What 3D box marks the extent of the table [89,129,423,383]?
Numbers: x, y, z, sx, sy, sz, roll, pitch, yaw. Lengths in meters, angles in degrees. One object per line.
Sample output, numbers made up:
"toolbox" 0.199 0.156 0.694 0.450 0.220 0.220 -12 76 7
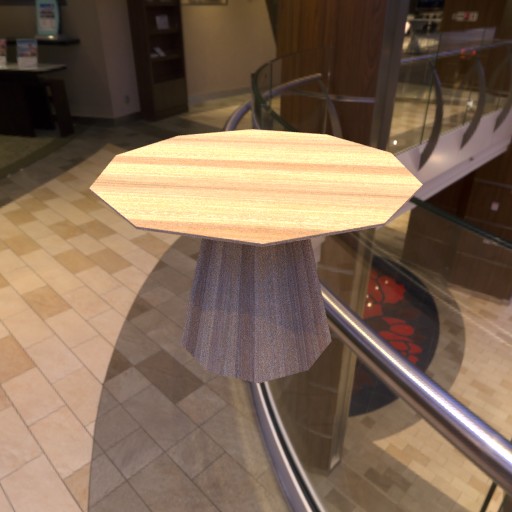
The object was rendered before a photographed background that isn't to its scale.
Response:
"table" 0.000 0.000 1.846 1.186 0.752 1.186 0 30 0
